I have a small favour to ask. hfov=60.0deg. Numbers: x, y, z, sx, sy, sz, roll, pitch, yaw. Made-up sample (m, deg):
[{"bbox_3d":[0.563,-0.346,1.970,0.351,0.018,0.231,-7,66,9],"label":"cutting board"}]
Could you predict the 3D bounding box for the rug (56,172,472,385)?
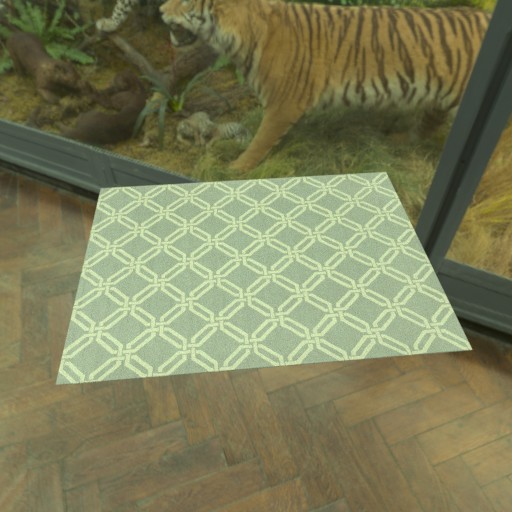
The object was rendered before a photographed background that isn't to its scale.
[{"bbox_3d":[0.000,0.000,4.373,3.353,0.013,2.438,-4,47,-4],"label":"rug"}]
